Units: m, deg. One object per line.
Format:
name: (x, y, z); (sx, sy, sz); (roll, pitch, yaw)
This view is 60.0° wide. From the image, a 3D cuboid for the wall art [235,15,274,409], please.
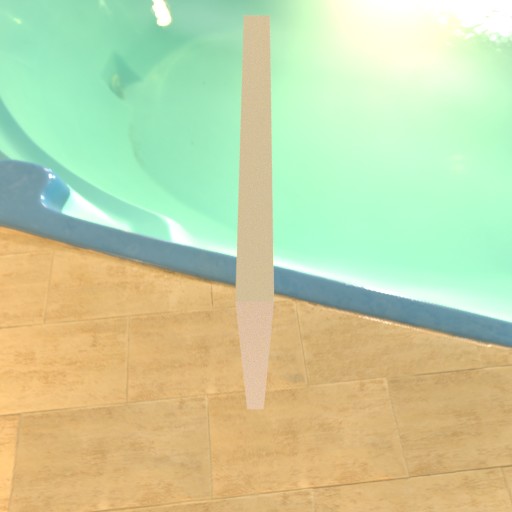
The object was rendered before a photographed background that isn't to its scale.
wall art: (0.000, 0.000, 0.543); (0.025, 0.428, 0.293); (0, 62, 0)
